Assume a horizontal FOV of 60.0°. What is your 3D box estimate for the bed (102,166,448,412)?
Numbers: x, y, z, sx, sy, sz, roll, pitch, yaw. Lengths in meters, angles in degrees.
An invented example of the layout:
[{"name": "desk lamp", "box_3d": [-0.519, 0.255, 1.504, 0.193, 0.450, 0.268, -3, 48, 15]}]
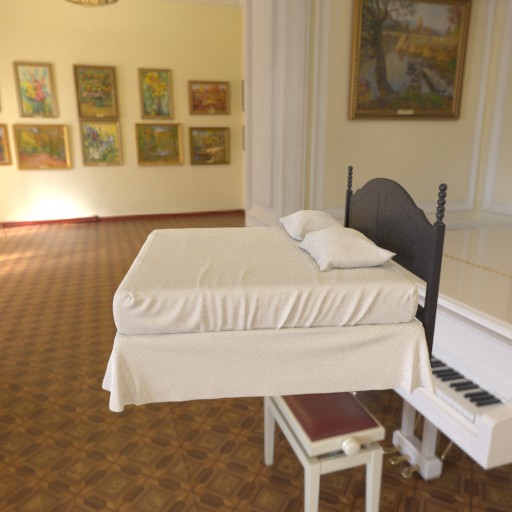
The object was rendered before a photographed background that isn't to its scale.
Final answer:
[{"name": "bed", "box_3d": [0.000, 0.000, 3.695, 2.219, 1.355, 2.322, -2, 15, -6]}]
